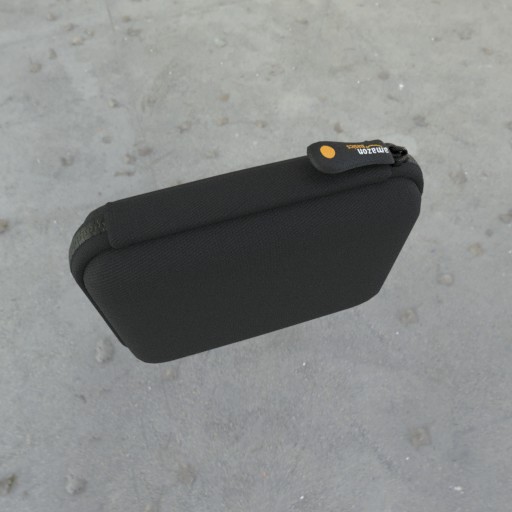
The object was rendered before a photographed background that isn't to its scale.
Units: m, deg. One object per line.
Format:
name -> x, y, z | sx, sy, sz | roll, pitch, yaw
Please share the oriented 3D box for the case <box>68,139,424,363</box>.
case -> 0.000, 0.000, 0.181 | 0.132, 0.105, 0.038 | -15, 60, -9
